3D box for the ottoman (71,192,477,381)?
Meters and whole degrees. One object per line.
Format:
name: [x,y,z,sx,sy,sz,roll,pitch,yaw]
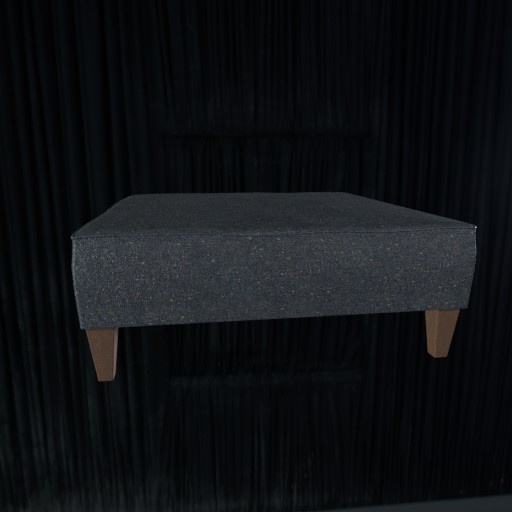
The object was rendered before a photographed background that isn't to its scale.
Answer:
ottoman: [0.000,0.000,1.538,0.968,0.382,1.004,-2,13,-8]
